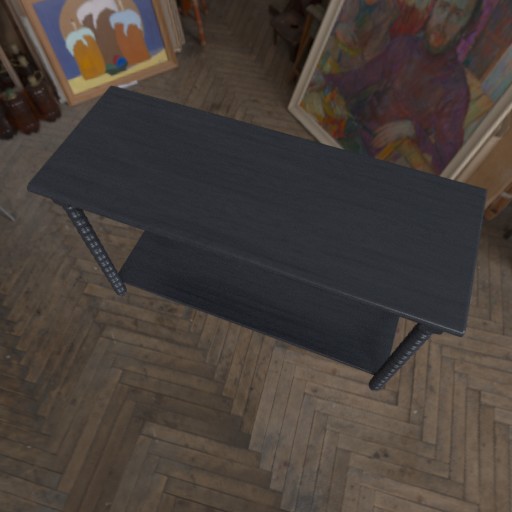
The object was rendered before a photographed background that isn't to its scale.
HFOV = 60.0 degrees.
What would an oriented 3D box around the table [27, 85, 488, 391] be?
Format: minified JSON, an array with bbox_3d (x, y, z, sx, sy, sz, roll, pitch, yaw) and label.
[{"bbox_3d":[0.000,0.000,1.524,1.184,0.735,0.459,19,61,11],"label":"table"}]
